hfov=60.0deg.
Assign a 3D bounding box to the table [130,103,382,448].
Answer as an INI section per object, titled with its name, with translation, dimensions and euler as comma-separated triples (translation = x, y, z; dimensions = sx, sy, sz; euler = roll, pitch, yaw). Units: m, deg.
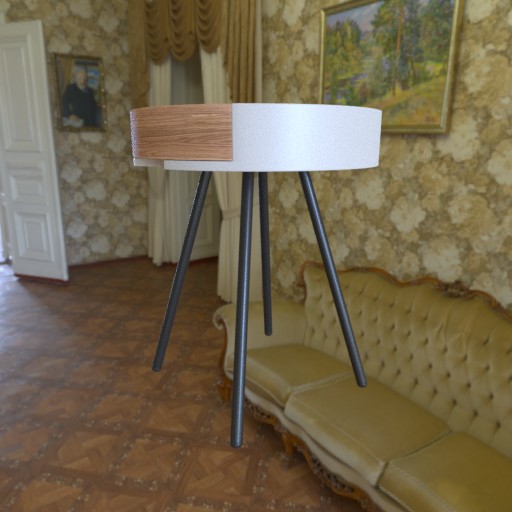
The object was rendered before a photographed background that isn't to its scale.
[table]
translation = 0.000, 0.000, 0.855
dimensions = 0.450, 0.525, 0.450
euler = 0, 14, 0
